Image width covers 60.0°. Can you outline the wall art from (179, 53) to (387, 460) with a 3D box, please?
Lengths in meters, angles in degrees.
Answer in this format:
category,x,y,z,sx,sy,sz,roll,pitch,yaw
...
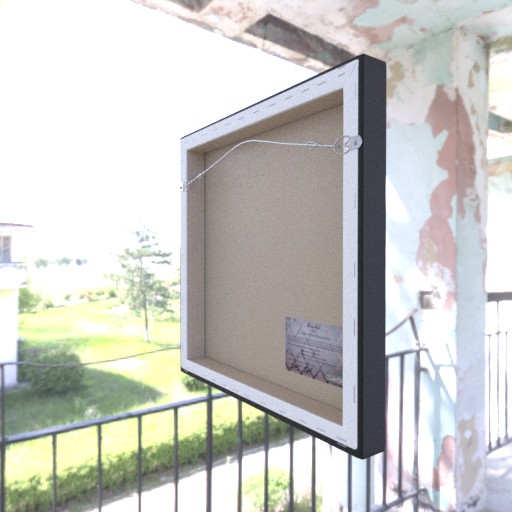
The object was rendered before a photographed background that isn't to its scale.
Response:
category,x,y,z,sx,sy,sz,roll,pitch,yaw
wall art,0.000,0.000,0.613,0.041,0.407,0.406,0,1,-36
